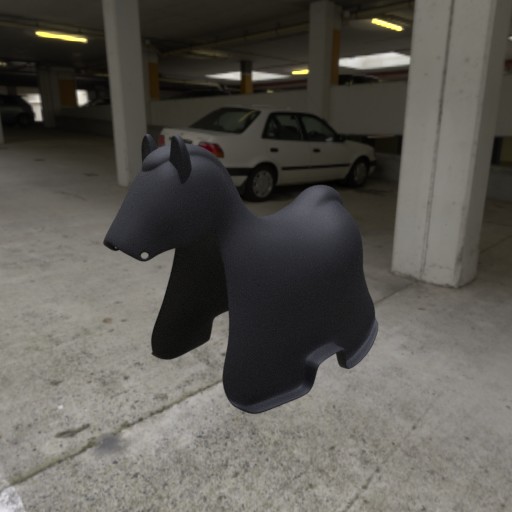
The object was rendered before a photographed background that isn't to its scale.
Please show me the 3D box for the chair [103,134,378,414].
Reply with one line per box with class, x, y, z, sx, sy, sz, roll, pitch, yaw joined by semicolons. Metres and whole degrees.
chair;0.000;0.000;1.145;0.429;0.612;0.800;15;22;43
